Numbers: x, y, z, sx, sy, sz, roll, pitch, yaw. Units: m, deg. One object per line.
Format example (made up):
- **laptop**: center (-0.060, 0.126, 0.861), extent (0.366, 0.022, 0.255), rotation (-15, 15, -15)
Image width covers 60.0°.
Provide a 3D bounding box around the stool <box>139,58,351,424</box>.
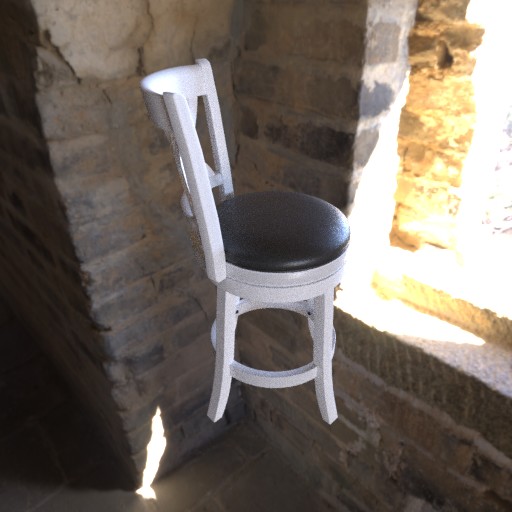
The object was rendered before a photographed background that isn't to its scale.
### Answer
- **stool**: center (0.000, 0.000, 1.233), extent (0.508, 0.953, 0.444), rotation (1, 32, 1)
